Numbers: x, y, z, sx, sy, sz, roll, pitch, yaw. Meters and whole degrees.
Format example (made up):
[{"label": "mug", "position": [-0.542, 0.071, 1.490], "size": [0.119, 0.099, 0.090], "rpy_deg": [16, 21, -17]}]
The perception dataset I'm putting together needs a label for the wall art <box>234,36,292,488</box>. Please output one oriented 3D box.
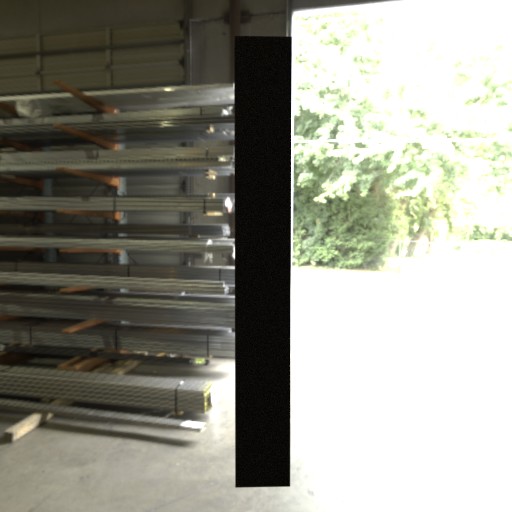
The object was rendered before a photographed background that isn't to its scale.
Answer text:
[{"label": "wall art", "position": [0.000, 0.000, 0.451], "size": [0.038, 0.305, 0.305], "rpy_deg": [0, 3, -2]}]
